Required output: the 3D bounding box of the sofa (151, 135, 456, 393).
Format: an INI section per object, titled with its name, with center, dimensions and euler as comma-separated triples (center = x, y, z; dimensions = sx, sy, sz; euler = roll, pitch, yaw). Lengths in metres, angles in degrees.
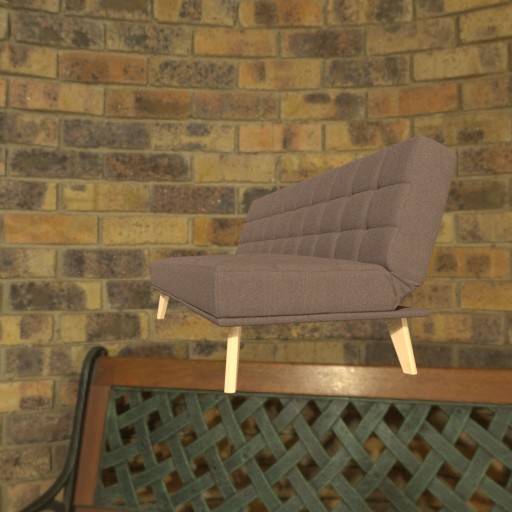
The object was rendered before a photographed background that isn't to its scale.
[sofa]
center = 0.000, 0.000, 2.221
dimensions = 0.860, 0.810, 1.800
euler = 0, -1, -19
